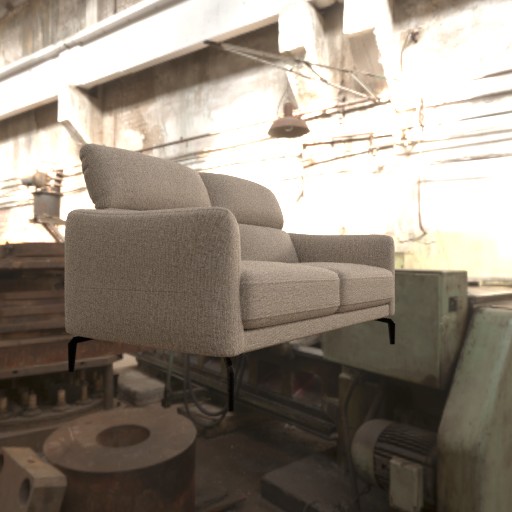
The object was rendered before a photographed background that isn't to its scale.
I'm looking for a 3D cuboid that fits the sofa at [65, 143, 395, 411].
[{"bbox_3d":[0.000,0.000,2.119,0.905,0.950,1.540,-1,-2,36],"label":"sofa"}]
